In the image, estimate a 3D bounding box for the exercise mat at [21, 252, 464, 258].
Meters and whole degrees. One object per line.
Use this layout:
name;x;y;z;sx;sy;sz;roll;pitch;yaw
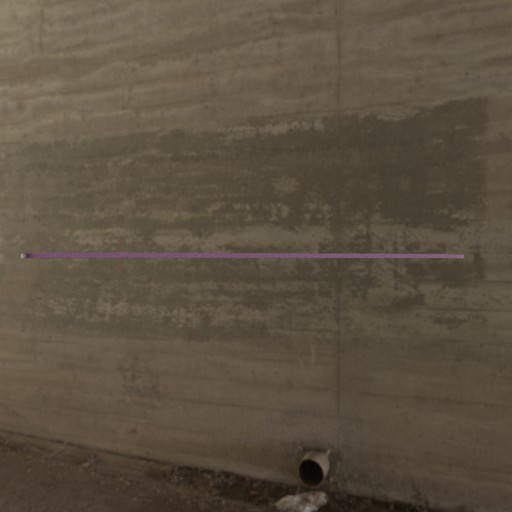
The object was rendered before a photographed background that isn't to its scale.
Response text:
exercise mat;0.000;0.000;2.049;1.869;0.021;0.616;0;0;-17
